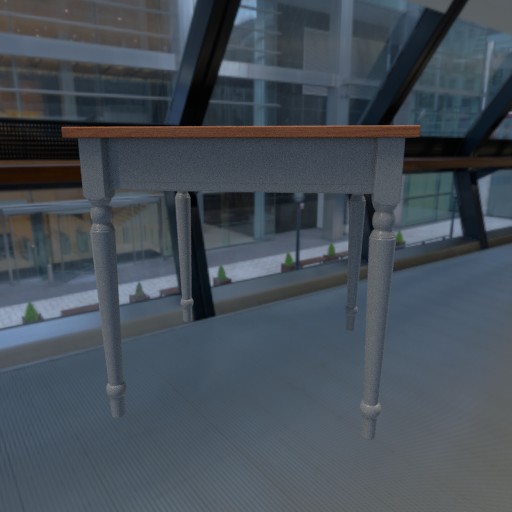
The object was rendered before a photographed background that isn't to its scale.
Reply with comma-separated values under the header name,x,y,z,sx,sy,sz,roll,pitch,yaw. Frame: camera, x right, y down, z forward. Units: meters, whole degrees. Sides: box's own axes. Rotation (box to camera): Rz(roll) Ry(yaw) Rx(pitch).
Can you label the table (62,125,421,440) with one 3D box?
name,x,y,z,sx,sy,sz,roll,pitch,yaw
table,0.000,0.000,1.357,0.747,0.738,0.747,2,15,8
